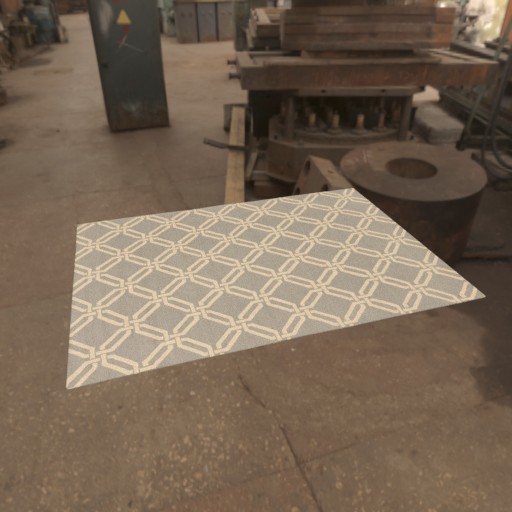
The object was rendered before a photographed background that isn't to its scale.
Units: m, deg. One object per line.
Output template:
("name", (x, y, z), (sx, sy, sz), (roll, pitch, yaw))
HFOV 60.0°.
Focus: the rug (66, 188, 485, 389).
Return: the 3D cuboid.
("rug", (0.000, 0.000, 2.729), (2.133, 0.013, 1.522), (-9, 33, -15))
